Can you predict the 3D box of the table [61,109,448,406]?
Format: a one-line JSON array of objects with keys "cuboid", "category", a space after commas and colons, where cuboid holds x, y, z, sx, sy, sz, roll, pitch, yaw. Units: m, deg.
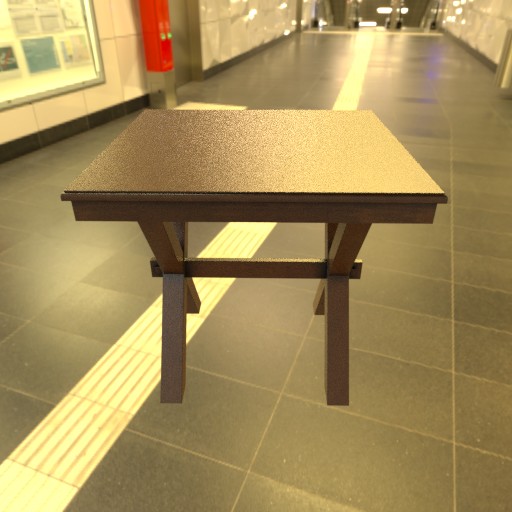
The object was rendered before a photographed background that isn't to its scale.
[{"cuboid": [0.000, 0.000, 1.069, 0.602, 0.562, 0.560, 1, 31, 1], "category": "table"}]
